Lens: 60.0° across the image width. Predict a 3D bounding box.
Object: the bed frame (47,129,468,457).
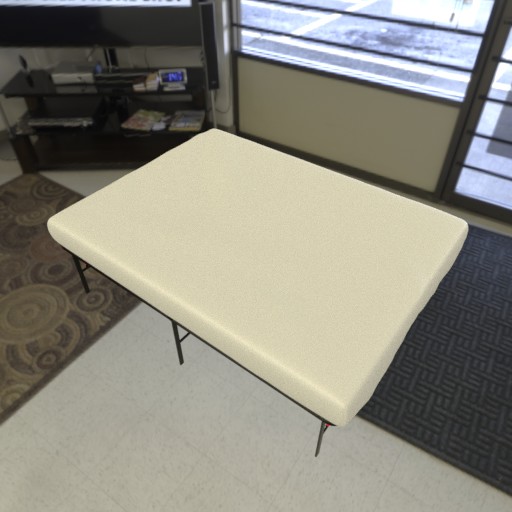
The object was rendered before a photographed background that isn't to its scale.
[{"bbox_3d":[0.000,0.000,2.889,2.151,0.667,1.584,27,49,27],"label":"bed frame"}]
